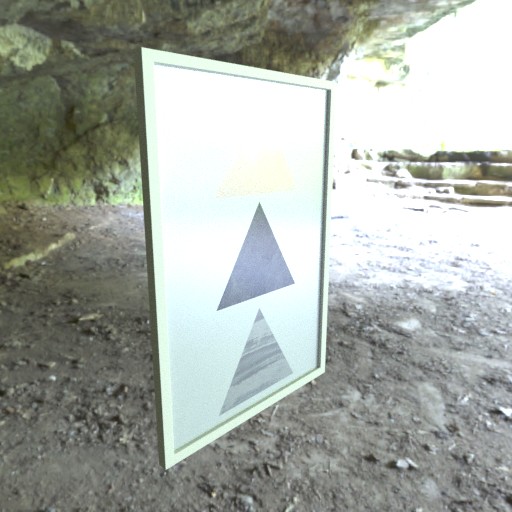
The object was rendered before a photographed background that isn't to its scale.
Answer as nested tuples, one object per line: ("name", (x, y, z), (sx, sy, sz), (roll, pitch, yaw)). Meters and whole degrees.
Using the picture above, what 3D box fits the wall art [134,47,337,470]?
("wall art", (0.000, 0.000, 0.550), (0.013, 0.433, 0.303), (13, 19, 42))
